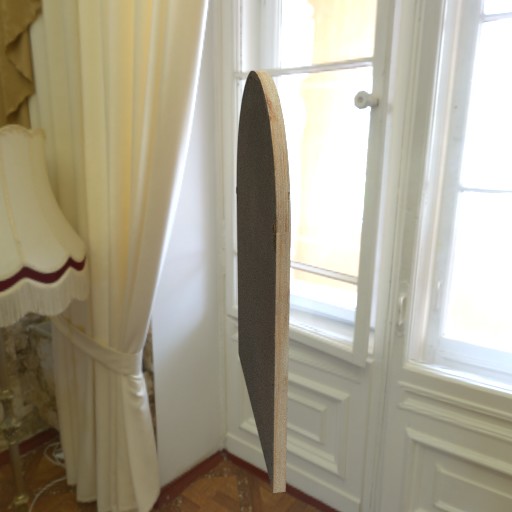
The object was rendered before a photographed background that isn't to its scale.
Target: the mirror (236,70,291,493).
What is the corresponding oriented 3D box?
[{"bbox_3d":[0.000,0.000,1.186,0.032,0.920,0.660,-2,15,-9],"label":"mirror"}]
